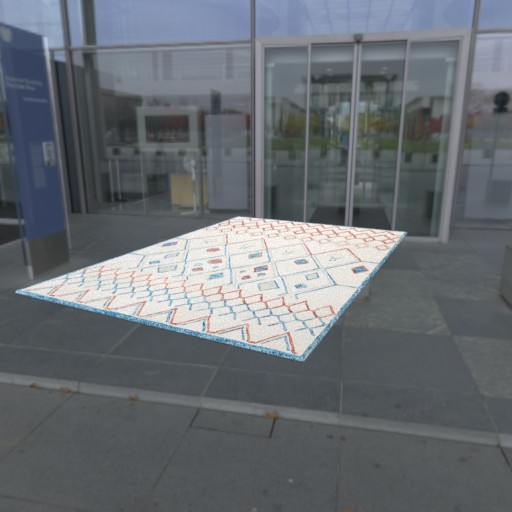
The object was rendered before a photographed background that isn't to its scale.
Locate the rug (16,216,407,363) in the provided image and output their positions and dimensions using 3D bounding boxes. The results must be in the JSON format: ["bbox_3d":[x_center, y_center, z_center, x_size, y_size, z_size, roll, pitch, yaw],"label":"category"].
[{"bbox_3d":[0.000,0.000,2.279,1.219,0.016,1.829,8,17,26],"label":"rug"}]
